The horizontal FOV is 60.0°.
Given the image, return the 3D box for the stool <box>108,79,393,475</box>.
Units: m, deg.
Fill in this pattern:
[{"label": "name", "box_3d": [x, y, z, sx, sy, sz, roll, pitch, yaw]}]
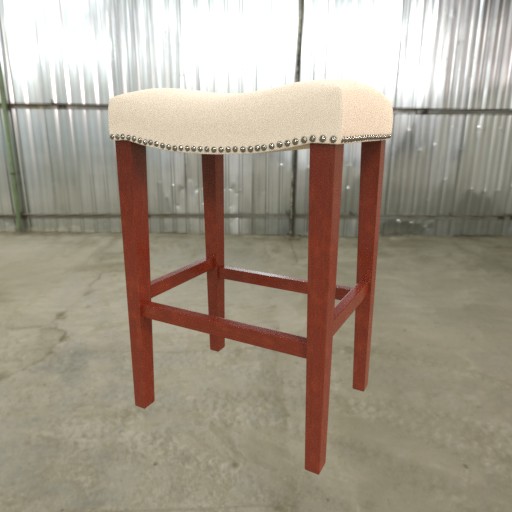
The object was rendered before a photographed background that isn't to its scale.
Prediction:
[{"label": "stool", "box_3d": [0.000, 0.000, 1.031, 0.504, 0.742, 0.372, 8, 18, 27]}]
